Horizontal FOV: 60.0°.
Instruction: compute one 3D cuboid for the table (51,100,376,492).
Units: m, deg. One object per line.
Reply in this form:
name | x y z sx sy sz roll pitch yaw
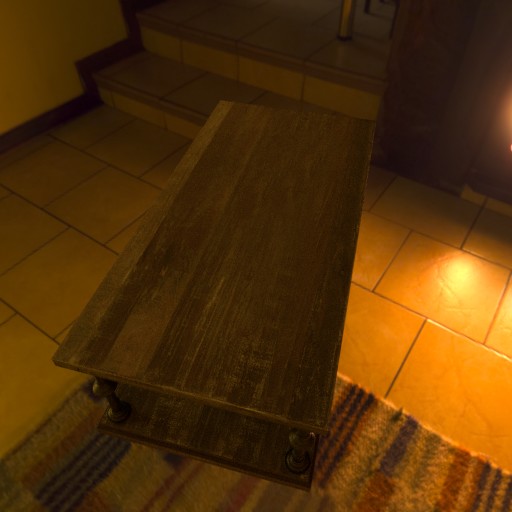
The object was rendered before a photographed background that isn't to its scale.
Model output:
table | 0.000 0.000 1.327 0.554 0.373 1.088 11 48 10
